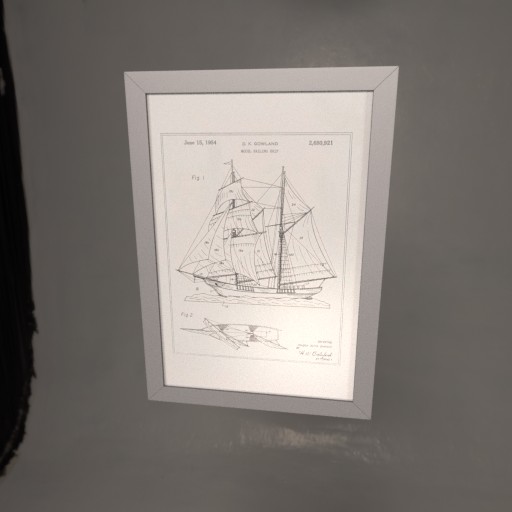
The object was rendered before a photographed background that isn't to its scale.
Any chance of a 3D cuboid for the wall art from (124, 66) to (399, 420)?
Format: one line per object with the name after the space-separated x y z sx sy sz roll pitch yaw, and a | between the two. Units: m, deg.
0.000 0.000 0.682 0.380 0.534 0.013 2 16 8 | wall art
